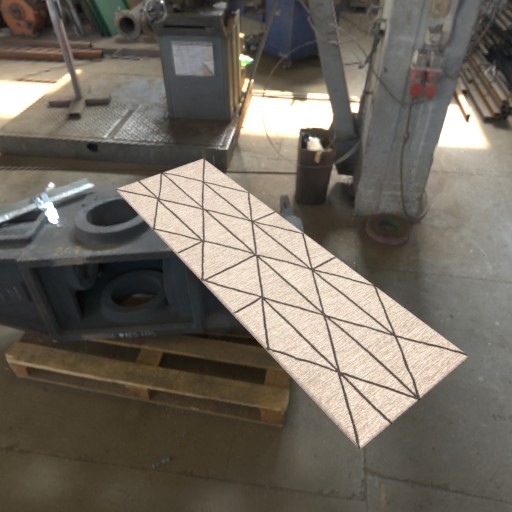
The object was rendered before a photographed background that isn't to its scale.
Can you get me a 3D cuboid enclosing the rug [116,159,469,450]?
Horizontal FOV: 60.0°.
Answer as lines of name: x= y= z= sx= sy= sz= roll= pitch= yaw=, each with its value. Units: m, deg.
rug: x=0.000 y=0.000 z=2.714 sx=0.762 sy=0.012 sz=2.438 roll=-26 pitch=48 yaw=-27
